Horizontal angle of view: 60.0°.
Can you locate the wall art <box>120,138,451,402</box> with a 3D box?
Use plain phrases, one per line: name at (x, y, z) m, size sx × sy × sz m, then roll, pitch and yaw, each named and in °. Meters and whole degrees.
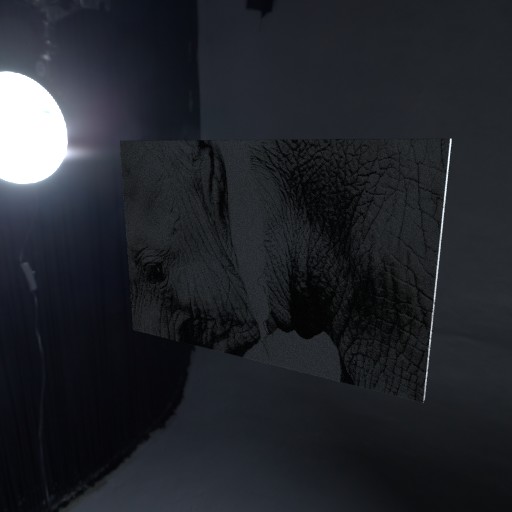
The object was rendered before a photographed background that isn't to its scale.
wall art at (0.000, 0.000, 1.198) m, size 0.914 × 0.607 × 0.023 m, roll 7°, pitch 16°, yaw 27°
